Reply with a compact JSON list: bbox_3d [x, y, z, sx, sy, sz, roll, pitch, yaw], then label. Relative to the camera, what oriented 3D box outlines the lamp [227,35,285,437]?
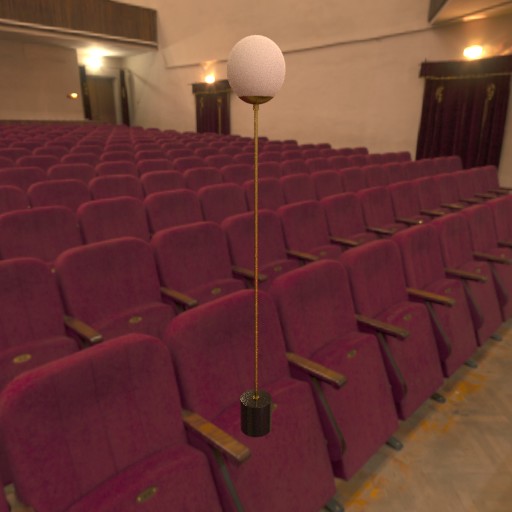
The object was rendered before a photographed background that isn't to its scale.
[{"bbox_3d":[0.000,0.000,1.932,0.229,1.748,0.229,15,22,42],"label":"lamp"}]
